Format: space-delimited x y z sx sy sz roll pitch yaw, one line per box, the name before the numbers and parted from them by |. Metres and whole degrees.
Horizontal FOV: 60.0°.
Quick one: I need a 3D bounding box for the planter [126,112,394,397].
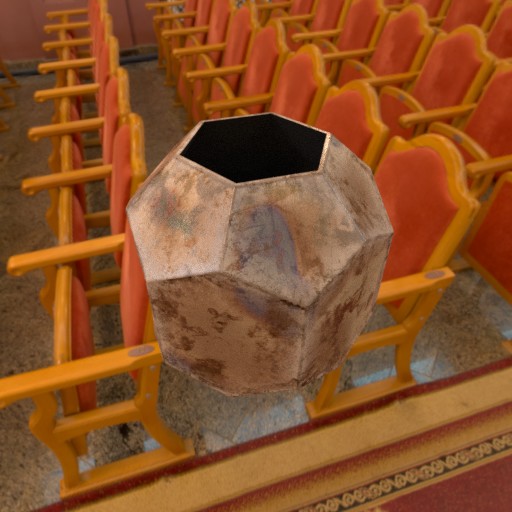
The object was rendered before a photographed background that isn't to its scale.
planter | 0.000 0.000 0.434 0.221 0.238 0.243 -11 42 -13
